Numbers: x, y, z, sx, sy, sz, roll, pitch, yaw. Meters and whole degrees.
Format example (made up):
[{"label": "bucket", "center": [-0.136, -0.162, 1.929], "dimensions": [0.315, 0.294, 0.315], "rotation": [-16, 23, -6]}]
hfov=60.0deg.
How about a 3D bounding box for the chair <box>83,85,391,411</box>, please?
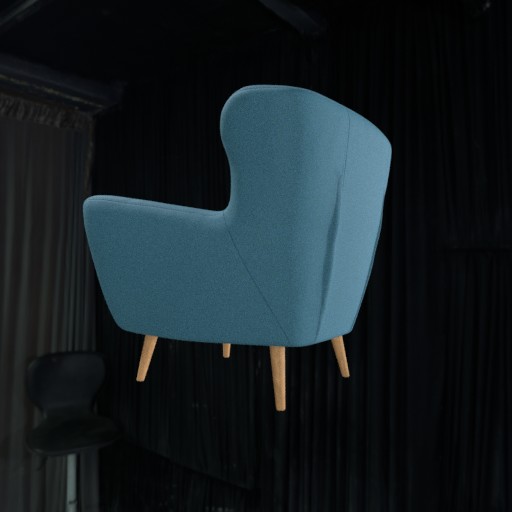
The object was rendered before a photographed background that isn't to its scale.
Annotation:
[{"label": "chair", "center": [0.000, 0.000, 1.603], "dimensions": [0.889, 0.889, 0.890], "rotation": [-1, -1, 35]}]
